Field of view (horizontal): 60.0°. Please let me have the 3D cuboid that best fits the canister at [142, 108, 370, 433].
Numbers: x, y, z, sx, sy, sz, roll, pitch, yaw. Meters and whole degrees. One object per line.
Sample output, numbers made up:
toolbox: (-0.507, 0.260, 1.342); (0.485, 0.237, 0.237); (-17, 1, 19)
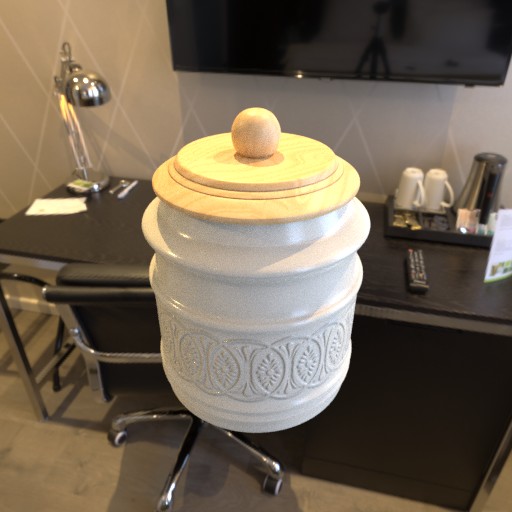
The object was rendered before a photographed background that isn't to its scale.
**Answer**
canister: (0.000, 0.000, 0.273); (0.130, 0.176, 0.130); (0, 32, 0)
